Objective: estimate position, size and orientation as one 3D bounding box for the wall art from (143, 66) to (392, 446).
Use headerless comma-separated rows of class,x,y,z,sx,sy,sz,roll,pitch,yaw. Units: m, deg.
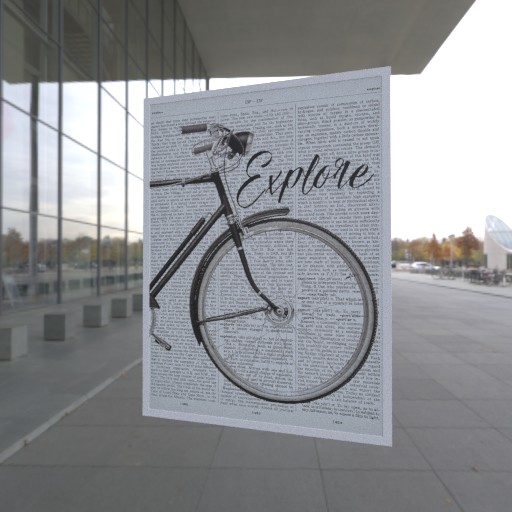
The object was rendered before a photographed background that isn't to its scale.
wall art,0.000,0.000,0.783,0.457,0.610,0.003,0,-1,18
